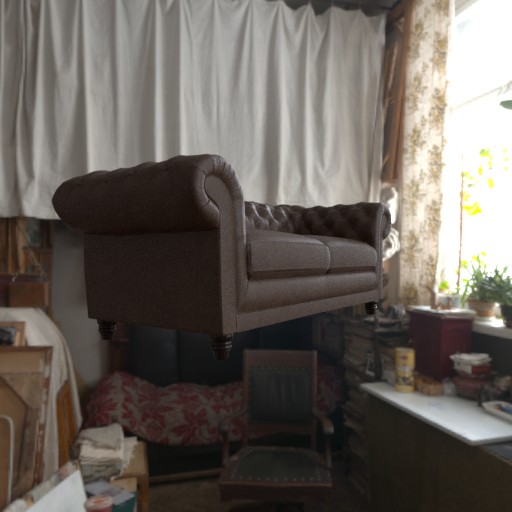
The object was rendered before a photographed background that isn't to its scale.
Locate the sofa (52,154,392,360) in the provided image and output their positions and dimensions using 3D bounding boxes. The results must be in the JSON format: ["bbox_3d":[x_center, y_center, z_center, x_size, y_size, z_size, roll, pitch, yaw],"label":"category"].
[{"bbox_3d":[0.000,0.000,2.559,0.955,0.784,2.048,0,0,35],"label":"sofa"}]
